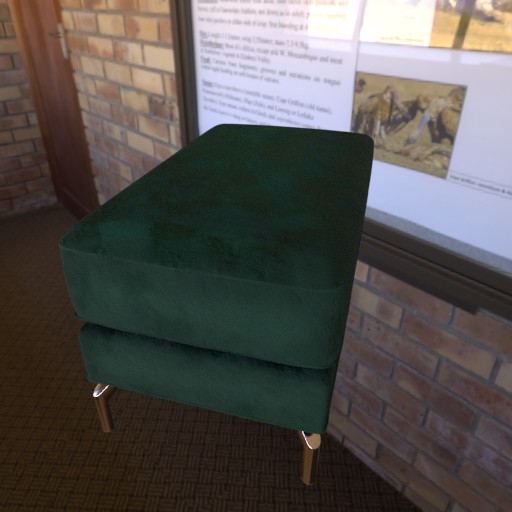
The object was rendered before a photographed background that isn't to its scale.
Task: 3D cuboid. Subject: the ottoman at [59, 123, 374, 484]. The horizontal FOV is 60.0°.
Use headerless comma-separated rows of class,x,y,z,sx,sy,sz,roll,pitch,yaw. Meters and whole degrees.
ottoman,0.000,0.000,1.200,0.536,0.533,0.886,8,32,14
